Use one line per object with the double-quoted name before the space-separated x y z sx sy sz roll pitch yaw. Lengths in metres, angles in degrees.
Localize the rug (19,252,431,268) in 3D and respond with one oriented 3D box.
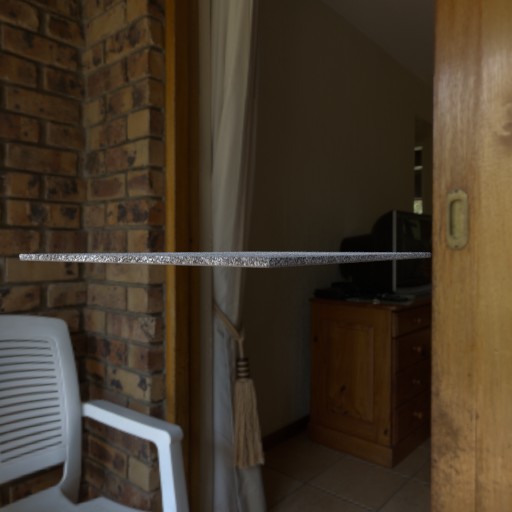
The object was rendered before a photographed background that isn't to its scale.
"rug" 0.000 0.000 2.084 1.198 0.025 1.601 1 1 35
